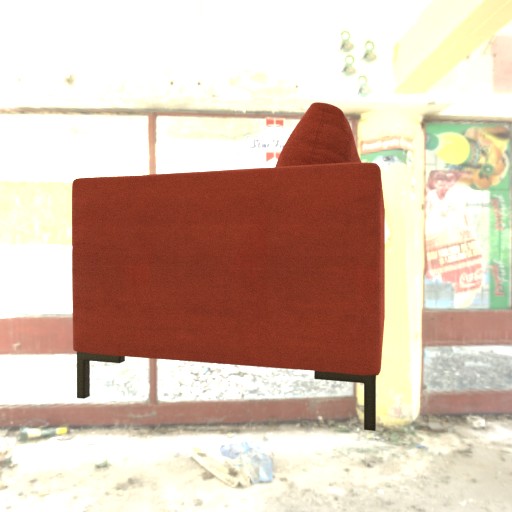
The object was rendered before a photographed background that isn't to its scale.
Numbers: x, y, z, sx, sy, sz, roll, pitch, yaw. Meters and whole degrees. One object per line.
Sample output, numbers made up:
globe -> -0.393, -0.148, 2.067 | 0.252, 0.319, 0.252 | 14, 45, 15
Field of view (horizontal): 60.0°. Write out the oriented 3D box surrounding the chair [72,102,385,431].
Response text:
chair -> 0.000, 0.000, 1.582 | 0.875, 0.812, 0.964 | 0, 0, 17
